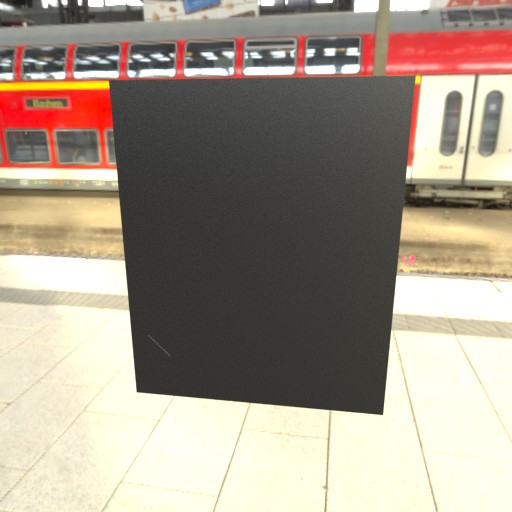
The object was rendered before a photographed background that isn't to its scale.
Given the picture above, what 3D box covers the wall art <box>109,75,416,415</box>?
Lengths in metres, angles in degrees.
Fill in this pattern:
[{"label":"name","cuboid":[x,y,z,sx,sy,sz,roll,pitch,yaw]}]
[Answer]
[{"label":"wall art","cuboid":[0.000,0.000,0.747,0.457,0.557,0.028,3,17,8]}]
